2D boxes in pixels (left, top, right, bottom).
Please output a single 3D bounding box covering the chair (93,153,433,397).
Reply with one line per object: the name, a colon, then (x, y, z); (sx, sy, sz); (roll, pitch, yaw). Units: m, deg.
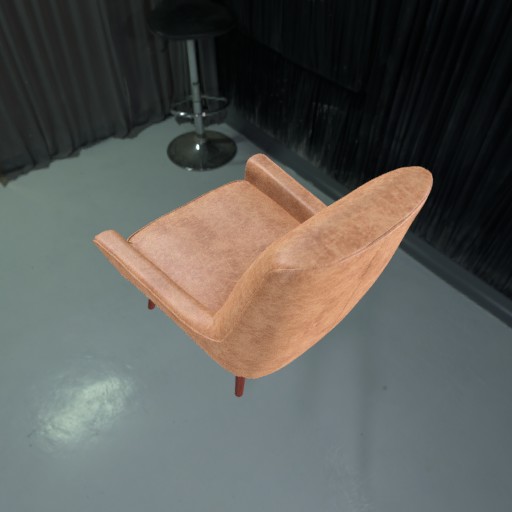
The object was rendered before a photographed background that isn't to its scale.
chair: (0.000, 0.000, 1.456); (0.753, 0.883, 0.851); (-33, 55, -26)
